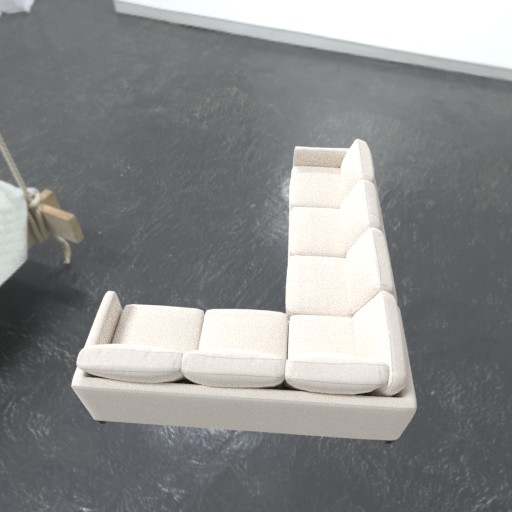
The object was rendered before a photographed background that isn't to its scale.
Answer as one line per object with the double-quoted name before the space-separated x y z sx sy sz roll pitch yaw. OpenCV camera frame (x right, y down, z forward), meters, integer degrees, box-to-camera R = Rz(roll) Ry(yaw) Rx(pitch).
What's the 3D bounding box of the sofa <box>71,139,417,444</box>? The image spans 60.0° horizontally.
"sofa" 0.000 0.000 4.502 2.593 0.947 3.302 3 48 3
